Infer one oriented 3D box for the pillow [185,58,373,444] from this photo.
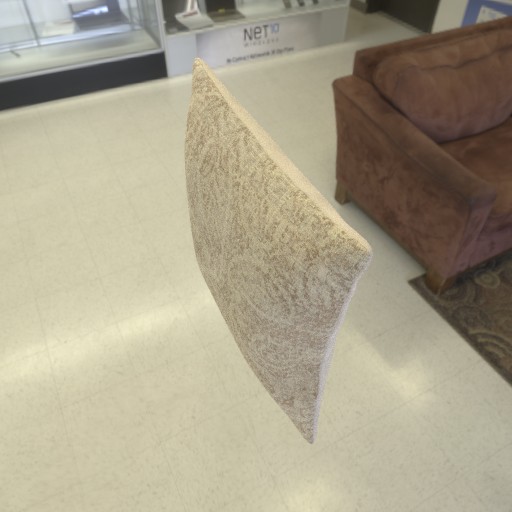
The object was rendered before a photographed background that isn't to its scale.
[{"bbox_3d":[0.000,0.000,0.790,0.166,0.510,0.523,-19,50,-17],"label":"pillow"}]
